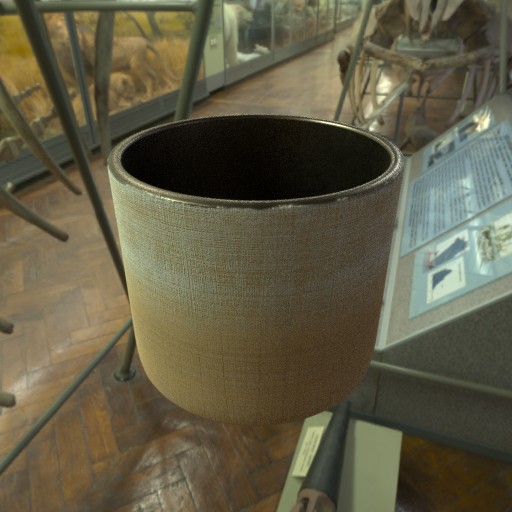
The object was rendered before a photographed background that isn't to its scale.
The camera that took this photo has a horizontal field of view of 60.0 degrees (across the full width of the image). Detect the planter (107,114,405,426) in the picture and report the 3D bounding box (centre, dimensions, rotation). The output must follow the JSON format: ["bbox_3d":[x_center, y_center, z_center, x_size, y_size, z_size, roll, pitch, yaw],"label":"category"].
[{"bbox_3d":[0.000,0.000,0.441,0.254,0.221,0.254,0,31,0],"label":"planter"}]
